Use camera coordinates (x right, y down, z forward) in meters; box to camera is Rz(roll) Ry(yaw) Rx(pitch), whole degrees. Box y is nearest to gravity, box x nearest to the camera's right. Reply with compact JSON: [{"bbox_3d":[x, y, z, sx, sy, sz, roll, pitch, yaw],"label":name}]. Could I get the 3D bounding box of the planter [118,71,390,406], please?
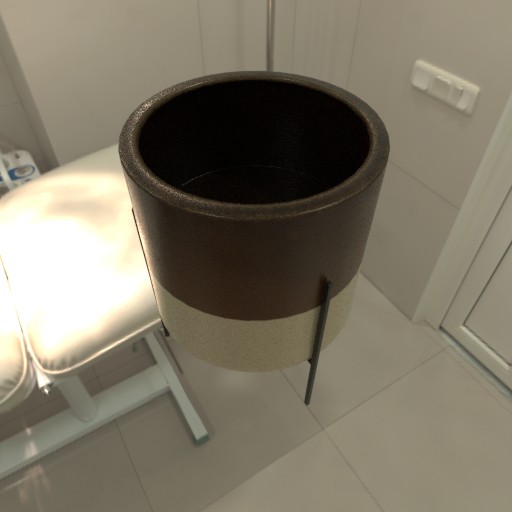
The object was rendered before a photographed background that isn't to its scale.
[{"bbox_3d":[0.000,0.000,0.731,0.345,0.465,0.354,-24,51,-21],"label":"planter"}]
